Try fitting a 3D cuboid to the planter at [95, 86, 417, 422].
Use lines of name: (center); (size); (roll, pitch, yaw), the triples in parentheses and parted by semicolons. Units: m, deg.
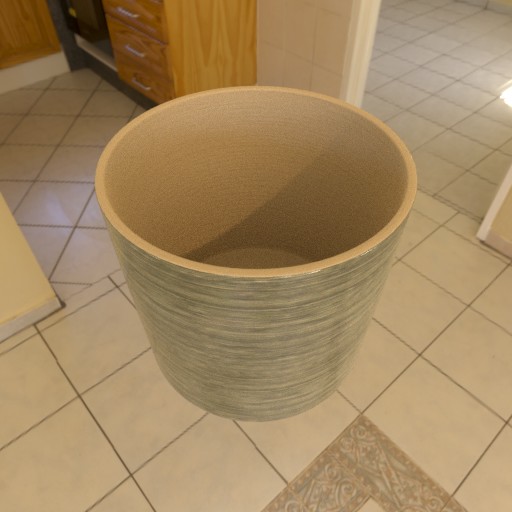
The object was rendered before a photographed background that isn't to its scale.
planter: (0.000, 0.000, 0.386); (0.221, 0.201, 0.221); (0, 47, 0)
